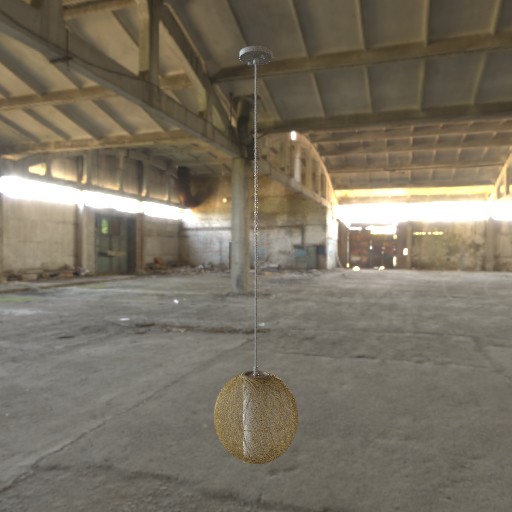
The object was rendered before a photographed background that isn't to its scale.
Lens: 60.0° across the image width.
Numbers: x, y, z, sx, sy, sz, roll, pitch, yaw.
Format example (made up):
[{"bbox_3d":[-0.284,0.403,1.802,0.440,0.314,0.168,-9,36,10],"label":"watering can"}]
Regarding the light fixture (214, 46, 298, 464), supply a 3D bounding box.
[{"bbox_3d":[0.000,0.000,2.149,0.407,1.955,0.406,0,1,18],"label":"light fixture"}]
